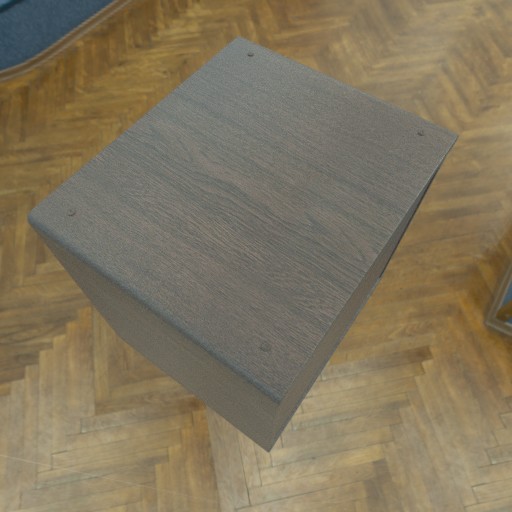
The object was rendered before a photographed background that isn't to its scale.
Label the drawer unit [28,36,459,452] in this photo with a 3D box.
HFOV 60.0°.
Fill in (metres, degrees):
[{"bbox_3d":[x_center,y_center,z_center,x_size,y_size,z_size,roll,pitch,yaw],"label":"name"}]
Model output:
[{"bbox_3d":[0.000,0.000,0.590,0.290,0.344,0.344,32,65,17],"label":"drawer unit"}]
